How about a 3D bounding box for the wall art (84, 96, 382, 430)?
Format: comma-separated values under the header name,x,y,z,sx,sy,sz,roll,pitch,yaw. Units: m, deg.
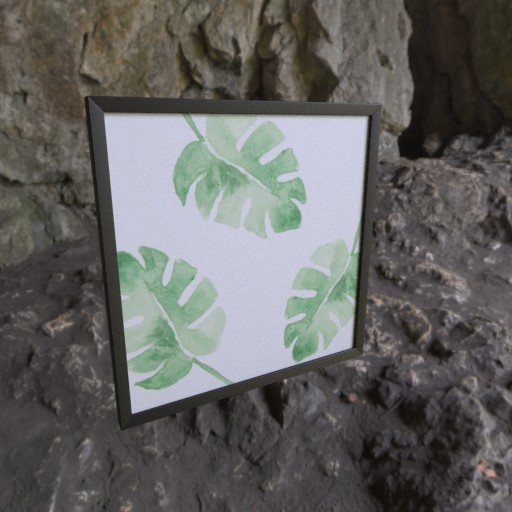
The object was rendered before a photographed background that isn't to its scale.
name,x,y,z,sx,sy,sz,roll,pitch,yaw
wall art,0.000,0.000,1.157,0.765,0.765,0.038,-9,19,-28
